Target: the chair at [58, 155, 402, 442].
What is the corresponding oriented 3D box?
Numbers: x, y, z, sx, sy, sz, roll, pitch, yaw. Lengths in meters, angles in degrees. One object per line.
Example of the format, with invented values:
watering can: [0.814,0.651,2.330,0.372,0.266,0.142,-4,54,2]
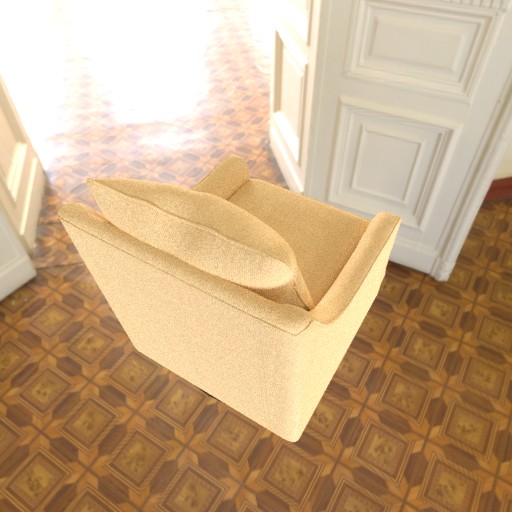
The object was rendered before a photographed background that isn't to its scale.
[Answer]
chair: [0.000,0.000,1.552,0.760,0.927,0.876,24,51,21]
